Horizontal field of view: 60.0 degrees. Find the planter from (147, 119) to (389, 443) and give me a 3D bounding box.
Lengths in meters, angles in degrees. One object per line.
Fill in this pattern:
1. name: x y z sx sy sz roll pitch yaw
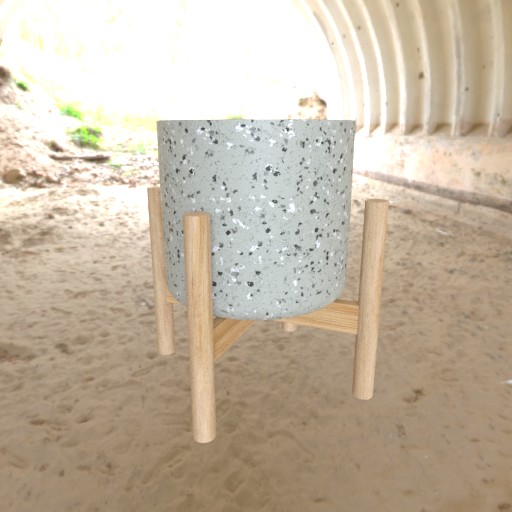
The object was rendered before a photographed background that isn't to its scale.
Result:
1. planter: 0.000 0.000 0.549 0.284 0.320 0.284 -15 22 -43
